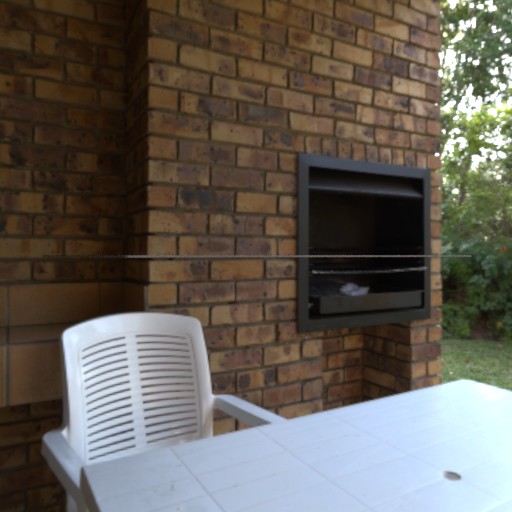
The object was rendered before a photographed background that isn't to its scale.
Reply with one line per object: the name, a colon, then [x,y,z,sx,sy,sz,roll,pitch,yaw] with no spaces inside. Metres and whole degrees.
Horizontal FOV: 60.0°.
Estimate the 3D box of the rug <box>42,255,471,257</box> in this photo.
rug: [0.000,0.000,2.833,2.235,0.008,1.600,0,0,-35]
